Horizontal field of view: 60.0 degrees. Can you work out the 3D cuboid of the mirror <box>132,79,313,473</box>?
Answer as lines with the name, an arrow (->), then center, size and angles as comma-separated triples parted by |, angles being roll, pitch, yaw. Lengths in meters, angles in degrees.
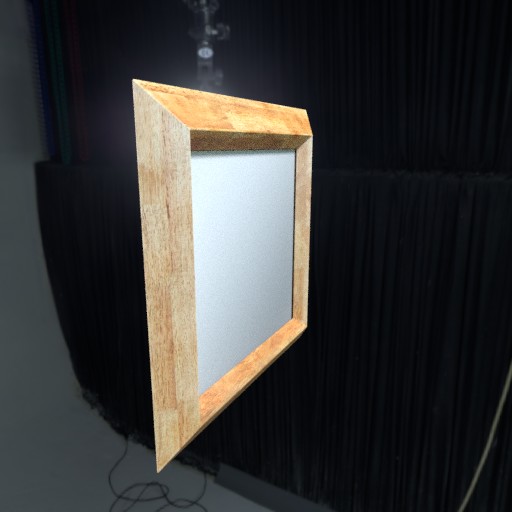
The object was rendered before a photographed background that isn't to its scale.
mirror -> 0.000, 0.000, 0.969 | 0.047, 0.651, 0.651 | 7, 16, 27
